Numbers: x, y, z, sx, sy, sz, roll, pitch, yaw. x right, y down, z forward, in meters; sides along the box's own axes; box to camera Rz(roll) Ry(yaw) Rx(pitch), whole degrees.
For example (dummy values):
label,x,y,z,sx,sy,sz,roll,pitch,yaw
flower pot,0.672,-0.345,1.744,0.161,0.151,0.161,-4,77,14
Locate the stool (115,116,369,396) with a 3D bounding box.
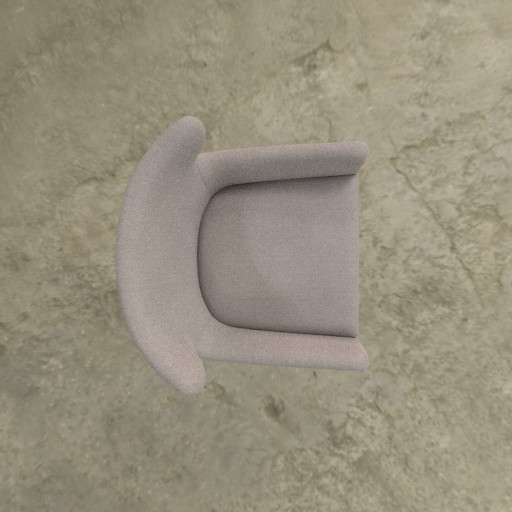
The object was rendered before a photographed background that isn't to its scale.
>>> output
label,x,y,z,sx,sy,sz,roll,pitch,yaw
stool,0.000,0.000,1.351,0.575,0.951,0.575,0,90,0
